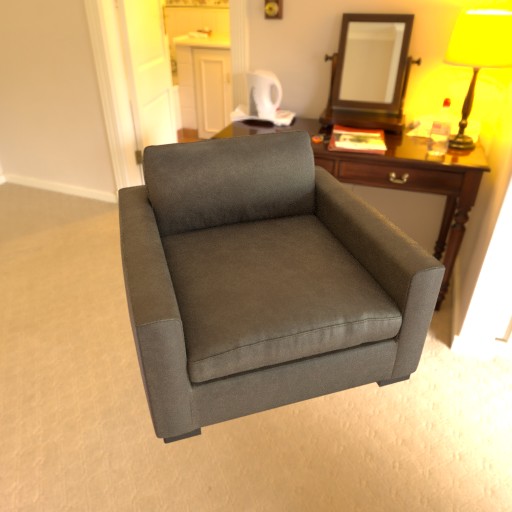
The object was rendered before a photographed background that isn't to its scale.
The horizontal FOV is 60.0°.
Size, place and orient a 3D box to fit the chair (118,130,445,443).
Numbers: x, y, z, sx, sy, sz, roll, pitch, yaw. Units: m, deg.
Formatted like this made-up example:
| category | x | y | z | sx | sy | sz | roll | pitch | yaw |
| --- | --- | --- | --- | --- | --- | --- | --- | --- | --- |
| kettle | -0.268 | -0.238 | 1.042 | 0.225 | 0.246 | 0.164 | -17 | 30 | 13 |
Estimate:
| category | x | y | z | sx | sy | sz | roll | pitch | yaw |
| --- | --- | --- | --- | --- | --- | --- | --- | --- | --- |
| chair | 0.000 | 0.000 | 1.901 | 1.106 | 0.807 | 1.080 | -9 | 33 | -15 |
